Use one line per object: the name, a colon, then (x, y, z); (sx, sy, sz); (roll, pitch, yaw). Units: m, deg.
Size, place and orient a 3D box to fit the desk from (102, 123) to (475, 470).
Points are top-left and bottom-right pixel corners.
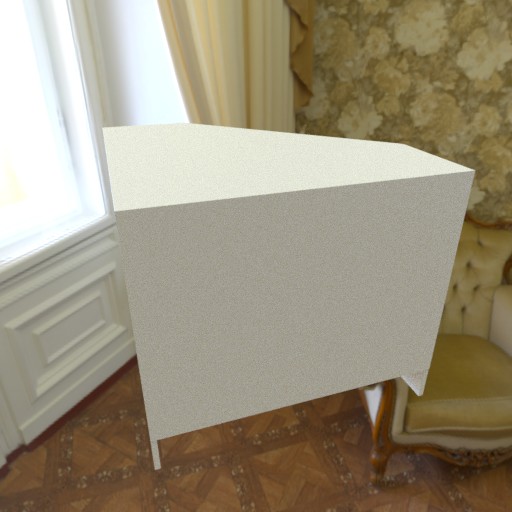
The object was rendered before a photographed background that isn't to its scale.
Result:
desk: (0.000, 0.000, 1.642); (0.940, 0.818, 0.926); (-9, 29, -16)
